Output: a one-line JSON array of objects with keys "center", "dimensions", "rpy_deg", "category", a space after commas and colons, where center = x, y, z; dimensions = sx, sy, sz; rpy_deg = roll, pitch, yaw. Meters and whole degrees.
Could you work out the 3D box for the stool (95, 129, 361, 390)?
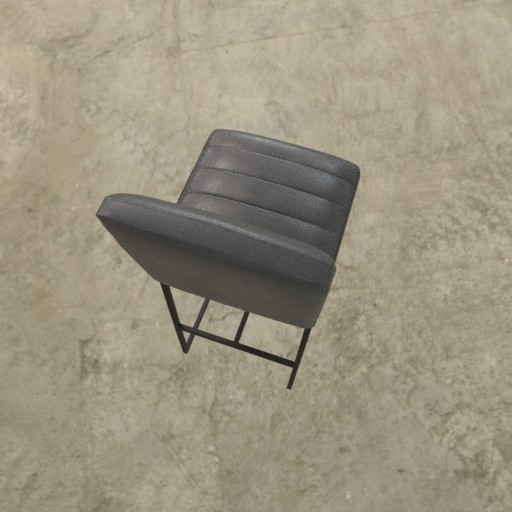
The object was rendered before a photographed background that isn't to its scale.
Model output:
[{"center": [0.000, 0.000, 1.337], "dimensions": [0.457, 1.040, 0.552], "rpy_deg": [17, 64, 9], "category": "stool"}]
